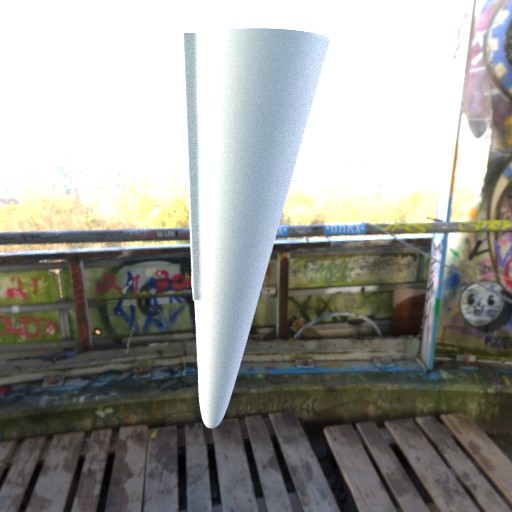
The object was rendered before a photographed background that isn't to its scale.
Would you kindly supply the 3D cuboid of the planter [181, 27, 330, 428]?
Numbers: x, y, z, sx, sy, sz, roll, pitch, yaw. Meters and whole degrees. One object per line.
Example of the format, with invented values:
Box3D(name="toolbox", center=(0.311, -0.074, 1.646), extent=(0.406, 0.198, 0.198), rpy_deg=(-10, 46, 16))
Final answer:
Box3D(name="planter", center=(0.000, 0.000, 0.219), extent=(0.064, 0.193, 0.057), rpy_deg=(-2, 17, -8))
